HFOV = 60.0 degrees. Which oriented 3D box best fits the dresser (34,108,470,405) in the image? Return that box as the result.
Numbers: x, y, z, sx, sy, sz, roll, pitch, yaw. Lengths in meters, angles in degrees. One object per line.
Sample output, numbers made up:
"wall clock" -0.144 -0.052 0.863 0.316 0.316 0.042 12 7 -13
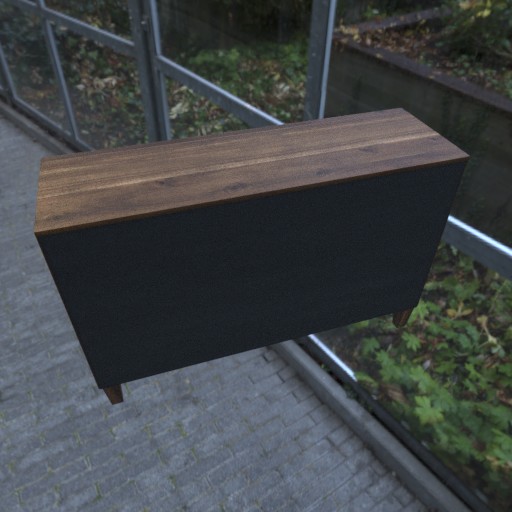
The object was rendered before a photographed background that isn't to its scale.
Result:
"dresser" 0.000 0.000 1.793 1.387 0.892 0.438 -12 42 -13
